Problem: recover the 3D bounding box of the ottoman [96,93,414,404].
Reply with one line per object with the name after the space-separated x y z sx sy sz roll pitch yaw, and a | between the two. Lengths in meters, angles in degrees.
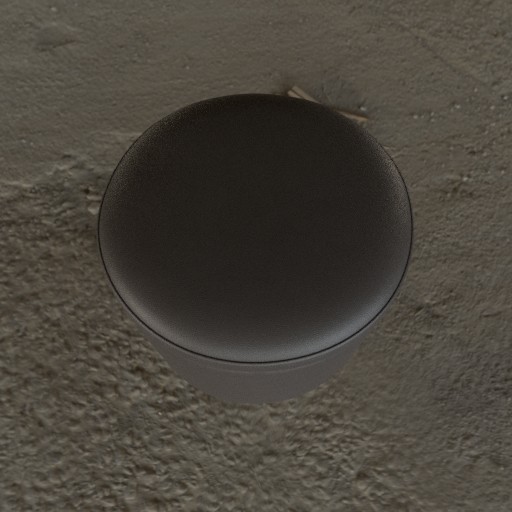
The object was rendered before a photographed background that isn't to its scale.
0.000 0.000 0.846 0.500 0.409 0.500 0 64 0 | ottoman
